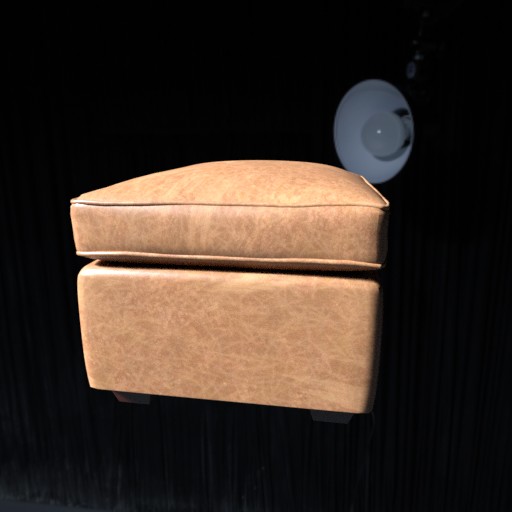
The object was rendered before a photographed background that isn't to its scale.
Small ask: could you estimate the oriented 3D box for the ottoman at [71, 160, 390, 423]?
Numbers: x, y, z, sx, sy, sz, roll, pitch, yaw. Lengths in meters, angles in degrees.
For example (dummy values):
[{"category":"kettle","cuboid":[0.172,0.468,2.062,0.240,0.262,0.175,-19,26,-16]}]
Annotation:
[{"category":"ottoman","cuboid":[0.000,0.000,1.111,0.554,0.468,0.756,2,14,9]}]
